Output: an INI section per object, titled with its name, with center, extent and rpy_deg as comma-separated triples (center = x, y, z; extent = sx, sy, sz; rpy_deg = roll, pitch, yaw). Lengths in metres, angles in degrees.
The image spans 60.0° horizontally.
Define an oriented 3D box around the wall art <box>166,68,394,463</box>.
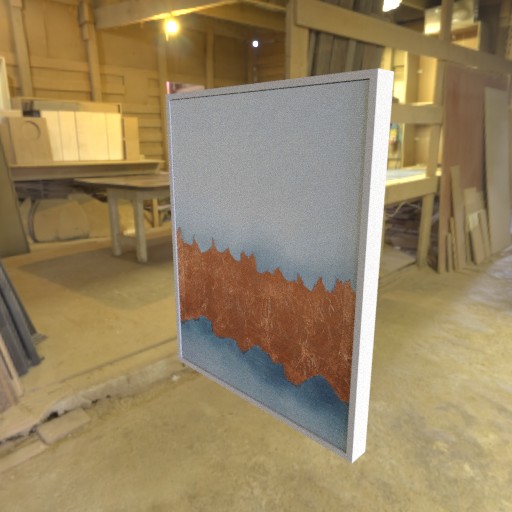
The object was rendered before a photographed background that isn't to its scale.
[wall art]
center = 0.000, 0.000, 0.765
extent = 0.039, 0.553, 0.451
rpy_deg = -14, 20, -43
